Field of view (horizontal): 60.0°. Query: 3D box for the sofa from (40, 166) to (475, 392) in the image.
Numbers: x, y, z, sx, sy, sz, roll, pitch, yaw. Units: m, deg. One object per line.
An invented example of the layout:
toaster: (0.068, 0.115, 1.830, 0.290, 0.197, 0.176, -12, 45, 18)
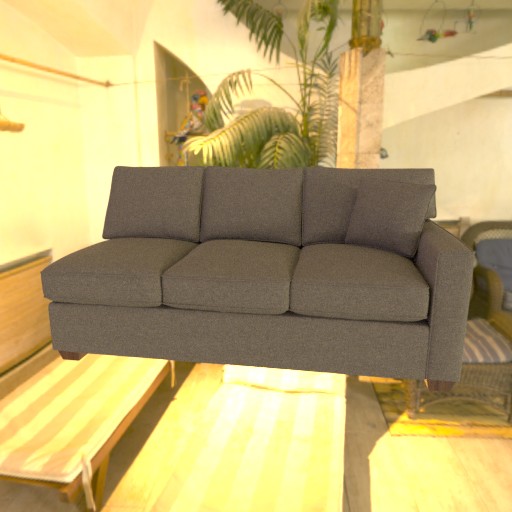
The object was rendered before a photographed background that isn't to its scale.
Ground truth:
sofa: (0.000, 0.000, 2.433, 1.963, 0.946, 1.034, 2, 13, 9)
